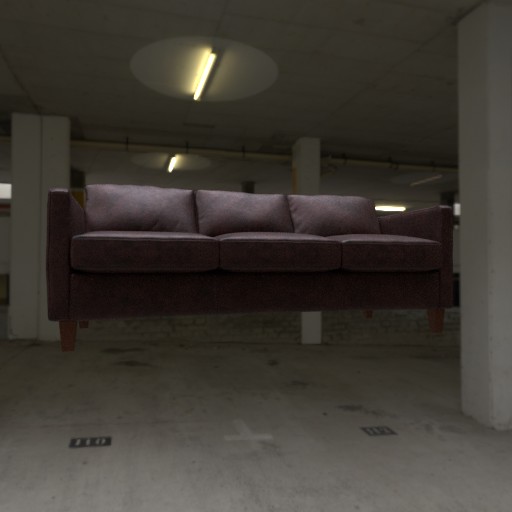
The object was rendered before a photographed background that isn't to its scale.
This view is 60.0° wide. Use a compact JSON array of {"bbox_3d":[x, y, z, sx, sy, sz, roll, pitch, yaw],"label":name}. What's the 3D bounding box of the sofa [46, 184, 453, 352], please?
[{"bbox_3d":[0.000,0.000,2.982,2.464,1.006,1.045,0,-1,-16],"label":"sofa"}]
